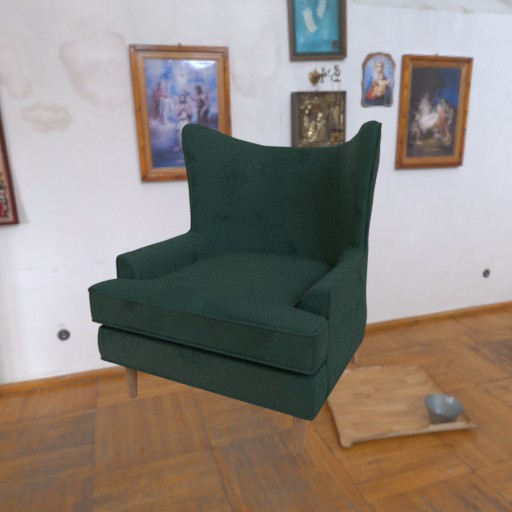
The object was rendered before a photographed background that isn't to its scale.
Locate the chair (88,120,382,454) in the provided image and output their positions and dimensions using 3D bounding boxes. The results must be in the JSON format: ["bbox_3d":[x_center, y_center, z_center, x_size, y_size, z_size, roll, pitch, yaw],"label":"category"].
[{"bbox_3d":[0.000,0.000,1.627,0.793,0.952,0.910,7,17,26],"label":"chair"}]
